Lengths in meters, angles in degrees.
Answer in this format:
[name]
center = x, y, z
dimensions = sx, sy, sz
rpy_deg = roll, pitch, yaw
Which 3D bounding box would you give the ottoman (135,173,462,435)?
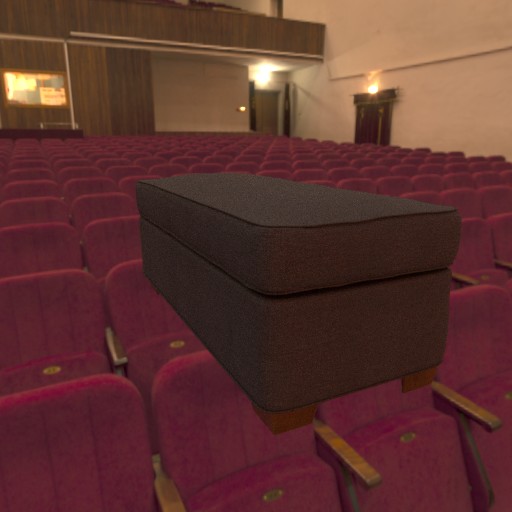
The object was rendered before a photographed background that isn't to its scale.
[ottoman]
center = 0.000, 0.000, 1.384
dimensions = 0.515, 0.460, 1.110
rpy_deg = -7, 16, -25
